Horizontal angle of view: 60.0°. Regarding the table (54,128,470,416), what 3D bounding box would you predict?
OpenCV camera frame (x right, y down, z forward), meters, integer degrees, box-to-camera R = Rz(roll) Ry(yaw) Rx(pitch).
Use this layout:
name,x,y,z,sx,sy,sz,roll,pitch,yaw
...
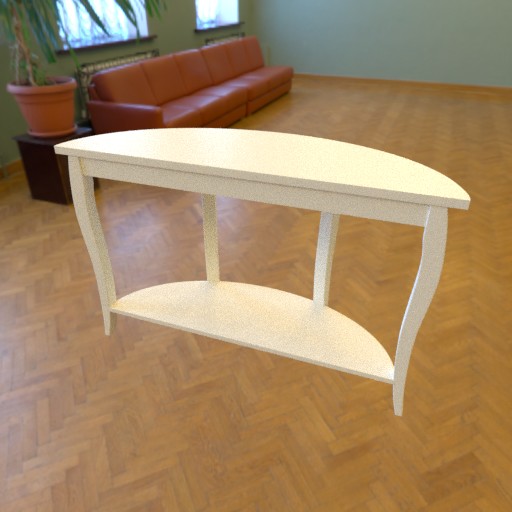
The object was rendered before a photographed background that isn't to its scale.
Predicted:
name,x,y,z,sx,sy,sz,roll,pitch,yaw
table,0.000,0.000,1.580,1.219,0.780,0.394,11,33,17
